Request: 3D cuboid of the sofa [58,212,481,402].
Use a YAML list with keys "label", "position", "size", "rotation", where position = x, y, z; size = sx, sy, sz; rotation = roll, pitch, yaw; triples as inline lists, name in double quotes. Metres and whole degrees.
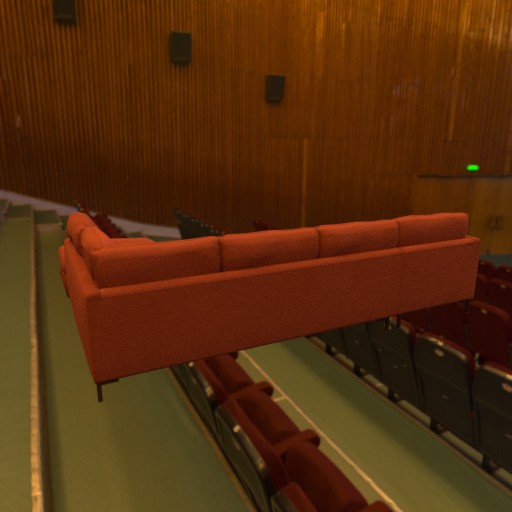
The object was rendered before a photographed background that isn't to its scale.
- label: "sofa"
  position: [0.000, 0.000, 3.445]
  size: [2.736, 0.757, 1.879]
  rotation: [-7, 16, -26]
